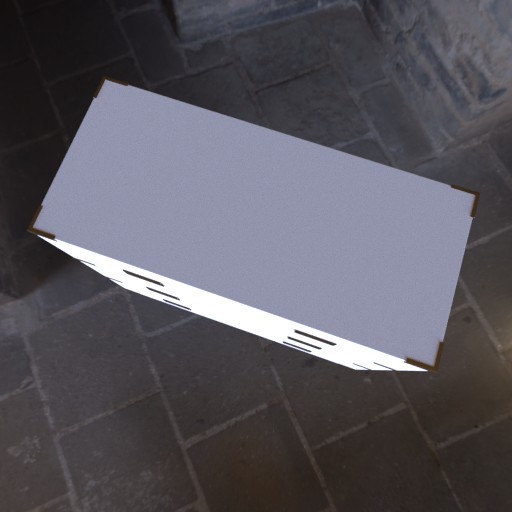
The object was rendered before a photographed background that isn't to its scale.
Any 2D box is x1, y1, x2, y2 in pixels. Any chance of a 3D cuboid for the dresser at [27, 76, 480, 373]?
[{"bbox_3d":[0.000,0.000,1.522,1.022,0.891,0.460,19,77,5],"label":"dresser"}]
